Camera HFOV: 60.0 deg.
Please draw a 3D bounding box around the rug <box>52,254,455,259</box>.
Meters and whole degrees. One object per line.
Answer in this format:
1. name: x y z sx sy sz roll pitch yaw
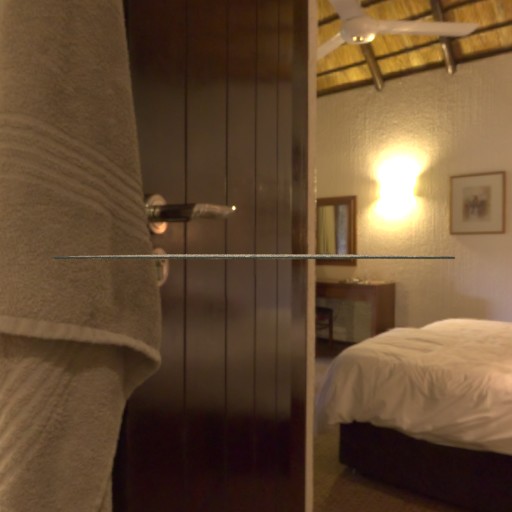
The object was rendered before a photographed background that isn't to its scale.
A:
1. rug: 0.000 0.000 4.332 2.432 0.018 3.342 0 0 1
